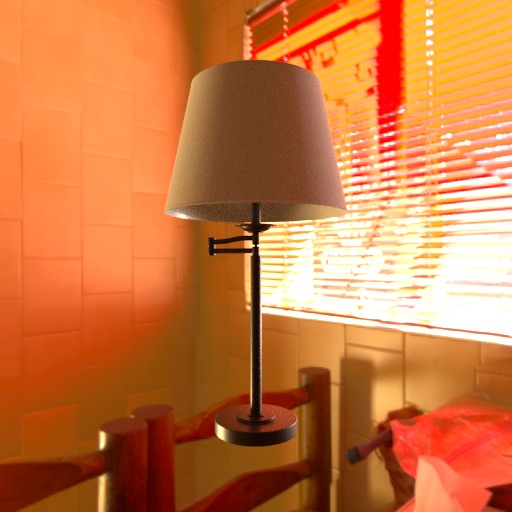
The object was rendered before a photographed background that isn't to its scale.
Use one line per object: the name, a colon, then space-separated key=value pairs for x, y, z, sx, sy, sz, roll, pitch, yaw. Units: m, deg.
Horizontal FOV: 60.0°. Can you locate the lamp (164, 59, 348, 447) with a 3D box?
lamp: x=0.000 y=0.000 z=0.891 sx=0.363 sy=0.696 sz=0.363 roll=0 pitch=-1 yaw=0
